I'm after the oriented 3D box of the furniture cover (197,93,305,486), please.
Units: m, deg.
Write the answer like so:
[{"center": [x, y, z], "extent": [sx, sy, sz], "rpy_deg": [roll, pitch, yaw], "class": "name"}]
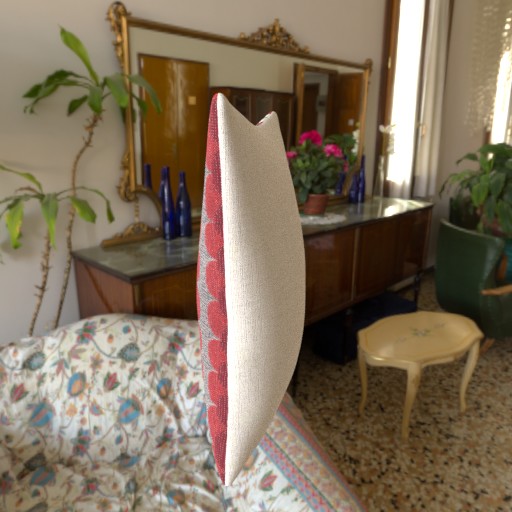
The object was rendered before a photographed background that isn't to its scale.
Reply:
[{"center": [0.000, 0.000, 0.645], "extent": [0.145, 0.420, 0.435], "rpy_deg": [2, 15, 9], "class": "furniture cover"}]
